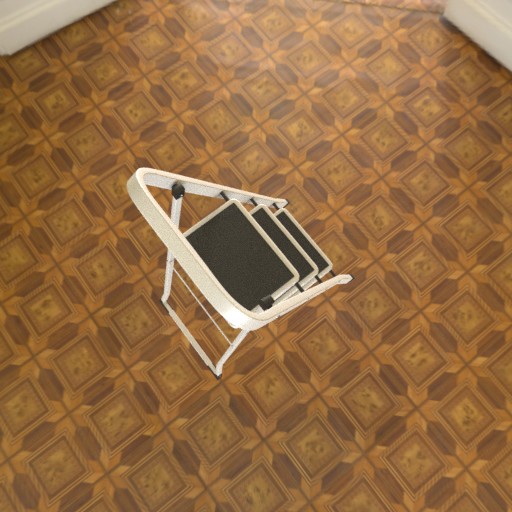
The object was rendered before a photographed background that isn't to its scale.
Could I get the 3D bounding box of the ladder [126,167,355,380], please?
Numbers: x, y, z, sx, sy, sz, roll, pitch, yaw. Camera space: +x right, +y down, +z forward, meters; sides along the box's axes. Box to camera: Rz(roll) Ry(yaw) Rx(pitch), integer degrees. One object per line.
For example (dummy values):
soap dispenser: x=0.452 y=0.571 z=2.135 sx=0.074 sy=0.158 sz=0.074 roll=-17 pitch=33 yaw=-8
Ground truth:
ladder: x=0.000 y=0.000 z=1.367 sx=0.711 sy=1.050 sz=0.460 roll=-37 pitch=78 yaw=-9
